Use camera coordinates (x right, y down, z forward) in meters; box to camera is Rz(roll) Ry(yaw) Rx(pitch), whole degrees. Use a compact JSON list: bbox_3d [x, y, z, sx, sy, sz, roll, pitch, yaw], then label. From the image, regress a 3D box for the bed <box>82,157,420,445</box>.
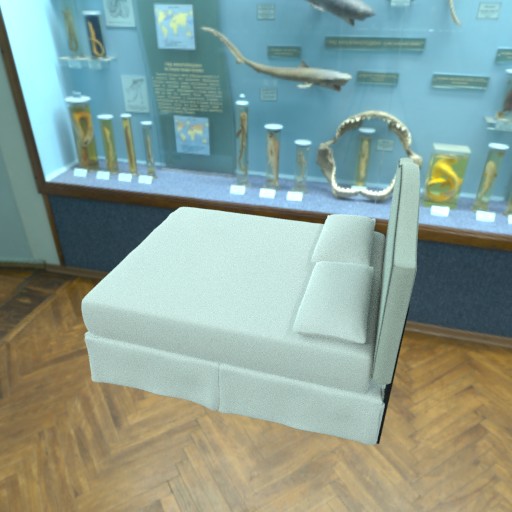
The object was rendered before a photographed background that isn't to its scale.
[{"bbox_3d":[0.000,0.000,3.447,2.180,1.607,1.813,9,32,14],"label":"bed"}]
